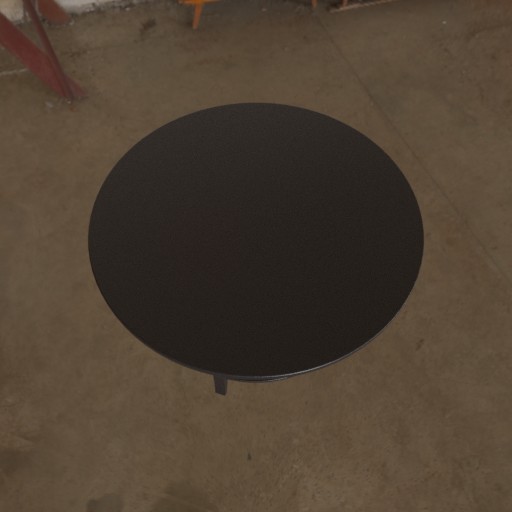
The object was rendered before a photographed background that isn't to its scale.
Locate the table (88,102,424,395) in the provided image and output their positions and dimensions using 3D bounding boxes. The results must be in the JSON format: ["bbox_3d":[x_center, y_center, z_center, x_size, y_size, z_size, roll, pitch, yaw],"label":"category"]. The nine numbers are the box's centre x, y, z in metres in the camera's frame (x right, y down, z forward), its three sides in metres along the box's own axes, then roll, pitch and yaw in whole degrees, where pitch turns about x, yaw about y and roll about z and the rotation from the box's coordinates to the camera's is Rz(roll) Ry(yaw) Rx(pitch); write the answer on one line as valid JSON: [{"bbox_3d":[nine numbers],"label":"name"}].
[{"bbox_3d":[0.000,0.000,1.421,0.914,0.457,0.914,0,58,0],"label":"table"}]
